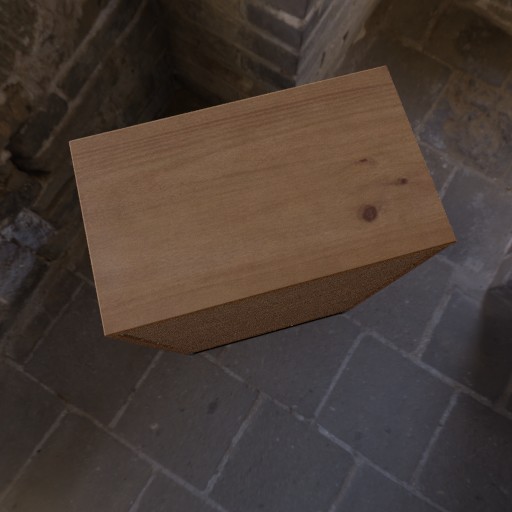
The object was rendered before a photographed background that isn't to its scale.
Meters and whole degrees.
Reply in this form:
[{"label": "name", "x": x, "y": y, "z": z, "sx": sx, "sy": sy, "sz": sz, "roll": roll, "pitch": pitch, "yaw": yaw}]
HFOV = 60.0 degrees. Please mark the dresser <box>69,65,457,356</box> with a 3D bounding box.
[{"label": "dresser", "x": 0.000, "y": 0.000, "z": 1.570, "sx": 0.761, "sy": 1.240, "sz": 0.479, "roll": -15, "pitch": 76, "yaw": -4}]
